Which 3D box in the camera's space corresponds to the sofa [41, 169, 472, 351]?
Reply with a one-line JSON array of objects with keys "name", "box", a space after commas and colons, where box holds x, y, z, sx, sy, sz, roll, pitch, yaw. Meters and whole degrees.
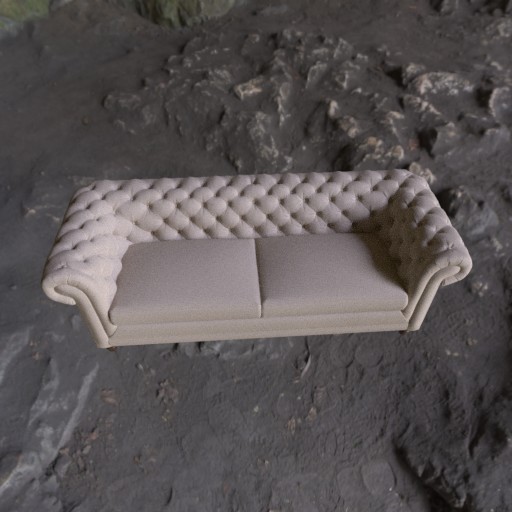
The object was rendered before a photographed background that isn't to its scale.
[{"name": "sofa", "box": [0.000, 0.000, 3.245, 2.694, 0.847, 1.076, -3, 44, -3]}]
